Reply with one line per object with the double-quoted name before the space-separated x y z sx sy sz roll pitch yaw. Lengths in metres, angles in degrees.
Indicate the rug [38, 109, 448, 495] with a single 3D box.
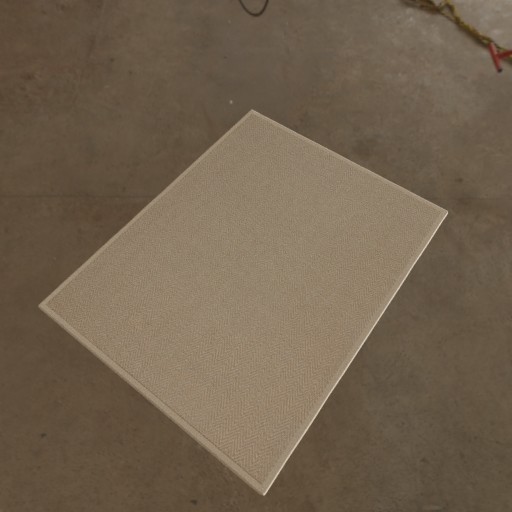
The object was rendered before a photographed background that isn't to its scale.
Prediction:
"rug" 0.000 0.000 4.056 2.407 0.020 3.051 33 65 18
